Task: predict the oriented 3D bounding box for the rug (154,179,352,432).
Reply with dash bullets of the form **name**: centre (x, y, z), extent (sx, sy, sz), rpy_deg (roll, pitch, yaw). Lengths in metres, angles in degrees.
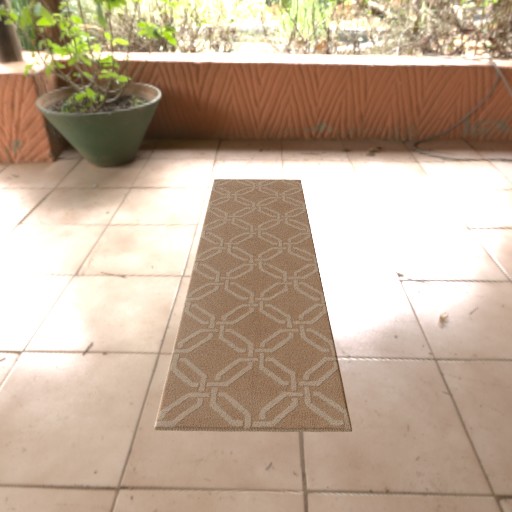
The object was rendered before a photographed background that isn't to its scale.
- **rug**: centre (0.000, 0.000, 2.479), extent (0.678, 0.014, 2.276), rpy_deg (0, 31, 0)
